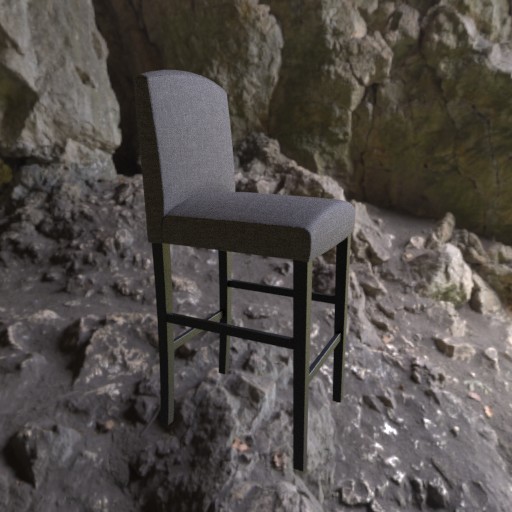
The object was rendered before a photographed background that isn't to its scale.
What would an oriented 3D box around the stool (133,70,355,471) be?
[{"bbox_3d":[0.000,0.000,1.427,0.552,1.138,0.451,7,16,25],"label":"stool"}]
